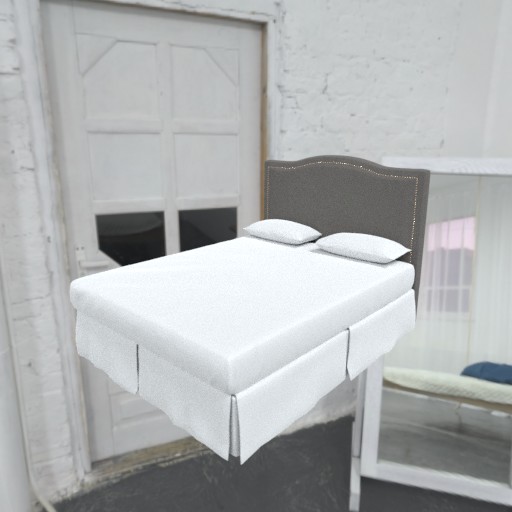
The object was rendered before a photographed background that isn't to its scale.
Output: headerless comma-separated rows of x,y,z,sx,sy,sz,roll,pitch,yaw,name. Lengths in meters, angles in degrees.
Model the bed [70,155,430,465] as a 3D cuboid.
0.000,0.000,3.440,1.821,1.436,2.282,14,21,41,bed
